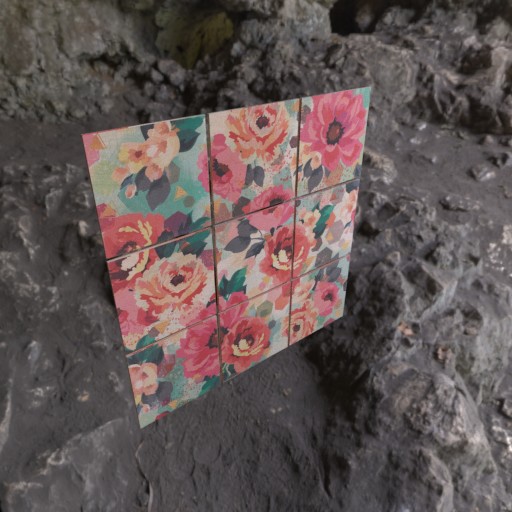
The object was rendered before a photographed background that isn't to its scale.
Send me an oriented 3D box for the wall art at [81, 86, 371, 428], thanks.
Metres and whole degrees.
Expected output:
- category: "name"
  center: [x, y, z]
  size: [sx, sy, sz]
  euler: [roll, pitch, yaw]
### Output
- category: "wall art"
  center: [0.000, 0.000, 2.313]
  size: [1.521, 1.519, 0.013]
  euler: [-22, 37, -32]
